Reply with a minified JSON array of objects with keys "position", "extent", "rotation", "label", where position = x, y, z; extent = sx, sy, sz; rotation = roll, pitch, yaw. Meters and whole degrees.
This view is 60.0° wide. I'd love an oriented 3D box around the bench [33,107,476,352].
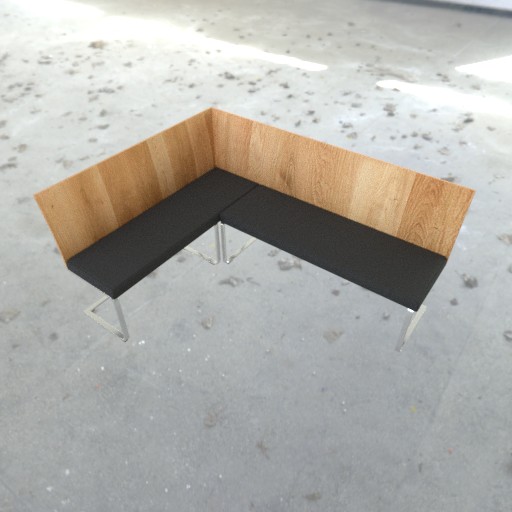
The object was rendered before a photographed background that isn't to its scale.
[{"position":[0.000,0.000,2.754],"extent":[1.945,0.930,1.495],"rotation":[26,47,27],"label":"bench"}]
